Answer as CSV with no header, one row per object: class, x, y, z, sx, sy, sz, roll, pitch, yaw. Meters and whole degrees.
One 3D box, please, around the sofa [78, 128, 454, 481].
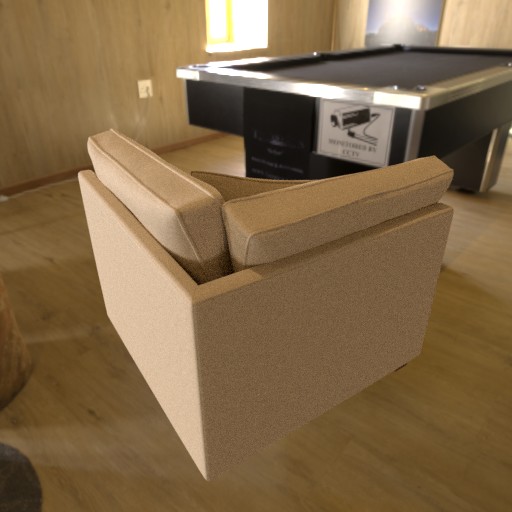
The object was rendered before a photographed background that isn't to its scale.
sofa,0.000,0.000,1.799,1.050,0.937,1.042,-18,34,-29
